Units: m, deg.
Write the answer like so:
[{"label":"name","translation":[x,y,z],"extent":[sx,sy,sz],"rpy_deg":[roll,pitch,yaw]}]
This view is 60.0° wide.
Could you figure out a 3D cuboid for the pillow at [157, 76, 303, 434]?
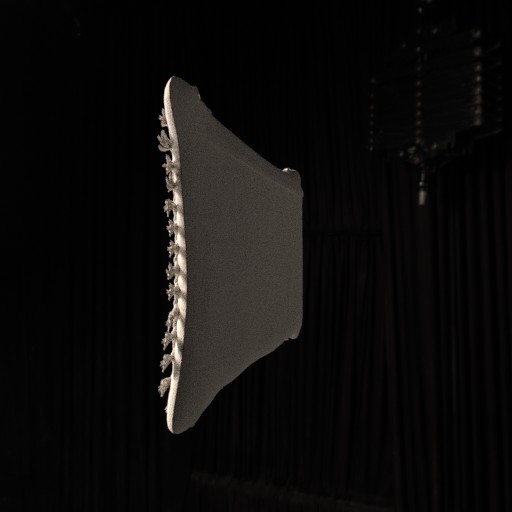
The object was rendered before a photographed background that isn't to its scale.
[{"label":"pillow","translation":[0.000,0.000,0.581],"extent":[0.084,0.305,0.466],"rpy_deg":[0,1,18]}]
